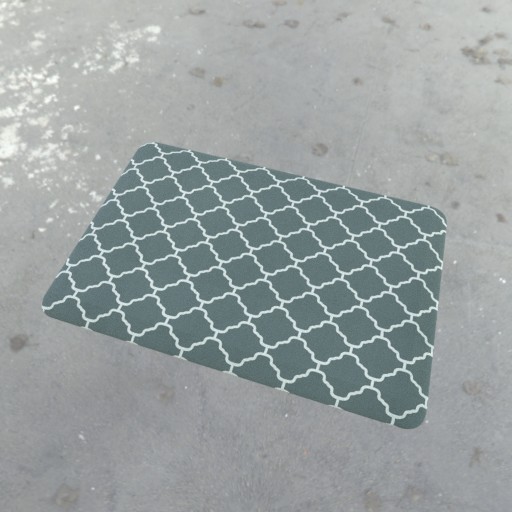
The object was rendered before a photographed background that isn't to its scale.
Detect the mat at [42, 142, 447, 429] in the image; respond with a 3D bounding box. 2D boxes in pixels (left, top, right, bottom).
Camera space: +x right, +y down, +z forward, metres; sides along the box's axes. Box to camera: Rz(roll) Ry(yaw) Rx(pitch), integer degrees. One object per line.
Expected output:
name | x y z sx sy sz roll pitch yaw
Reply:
mat | 0.000 0.000 0.940 0.762 0.021 0.508 15 59 9
